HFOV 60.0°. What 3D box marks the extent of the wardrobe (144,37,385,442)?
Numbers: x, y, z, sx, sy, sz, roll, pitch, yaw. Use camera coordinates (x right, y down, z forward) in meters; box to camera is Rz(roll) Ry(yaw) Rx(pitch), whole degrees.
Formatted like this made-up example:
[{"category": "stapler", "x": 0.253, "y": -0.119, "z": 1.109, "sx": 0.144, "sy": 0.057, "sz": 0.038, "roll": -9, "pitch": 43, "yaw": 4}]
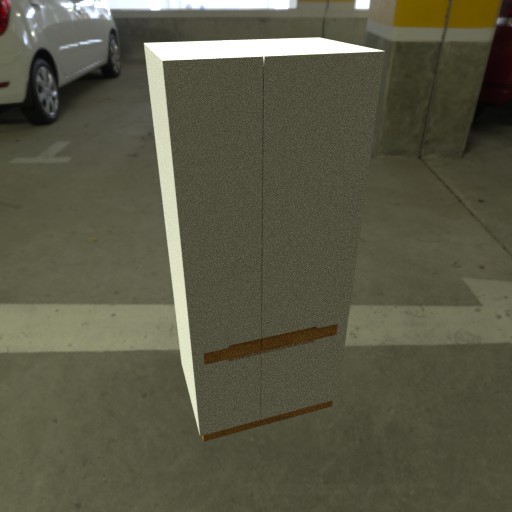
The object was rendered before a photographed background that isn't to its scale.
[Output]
[{"category": "wardrobe", "x": 0.000, "y": 0.000, "z": 2.379, "sx": 0.860, "sy": 2.040, "sz": 0.600, "roll": -10, "pitch": 32, "yaw": -15}]
